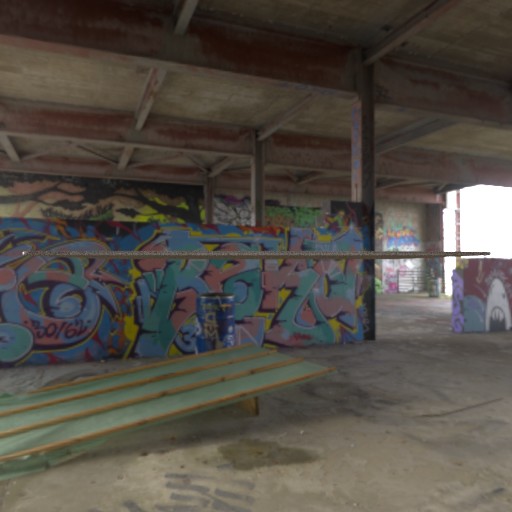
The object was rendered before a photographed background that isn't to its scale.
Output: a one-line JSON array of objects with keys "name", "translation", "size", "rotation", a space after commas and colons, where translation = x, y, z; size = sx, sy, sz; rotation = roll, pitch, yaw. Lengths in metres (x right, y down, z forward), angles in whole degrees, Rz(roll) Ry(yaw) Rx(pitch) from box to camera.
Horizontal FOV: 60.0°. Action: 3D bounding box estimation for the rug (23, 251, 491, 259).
[{"name": "rug", "translation": [0.000, 0.000, 3.062], "size": [2.469, 0.024, 1.539], "rotation": [0, -1, -1]}]
